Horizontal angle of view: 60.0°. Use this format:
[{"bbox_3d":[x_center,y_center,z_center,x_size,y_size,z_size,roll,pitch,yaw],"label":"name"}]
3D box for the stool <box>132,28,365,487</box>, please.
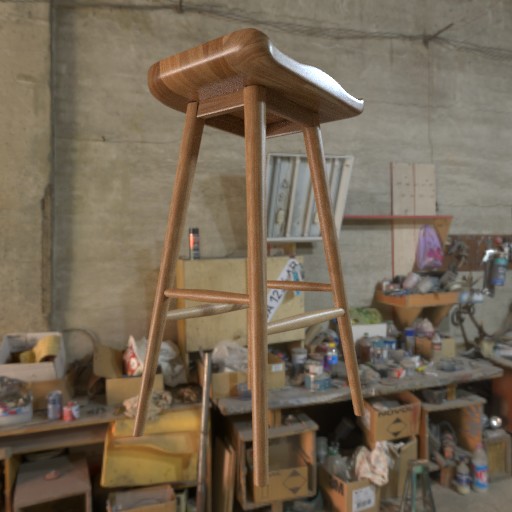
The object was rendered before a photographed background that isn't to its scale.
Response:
[{"bbox_3d":[0.000,0.000,0.916,0.322,0.698,0.407,1,1,37],"label":"stool"}]
